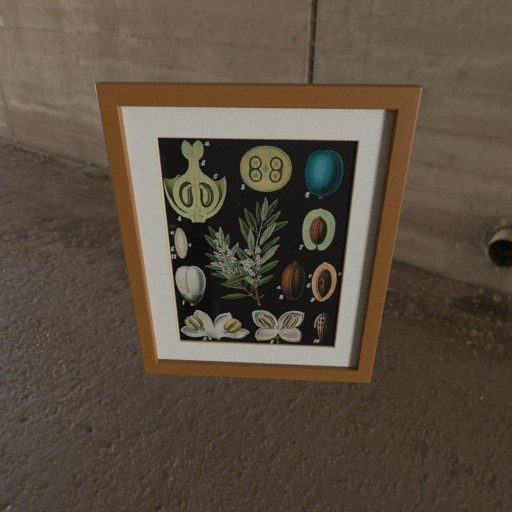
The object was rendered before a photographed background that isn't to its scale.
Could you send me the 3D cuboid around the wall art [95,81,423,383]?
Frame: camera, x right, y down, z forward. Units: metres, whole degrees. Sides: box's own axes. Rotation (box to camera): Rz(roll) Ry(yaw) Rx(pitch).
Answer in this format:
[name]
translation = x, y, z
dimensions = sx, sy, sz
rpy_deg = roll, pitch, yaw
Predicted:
[wall art]
translation = 0.000, 0.000, 0.751
dimensions = 0.449, 0.550, 0.021
rpy_deg = 2, 30, 3
